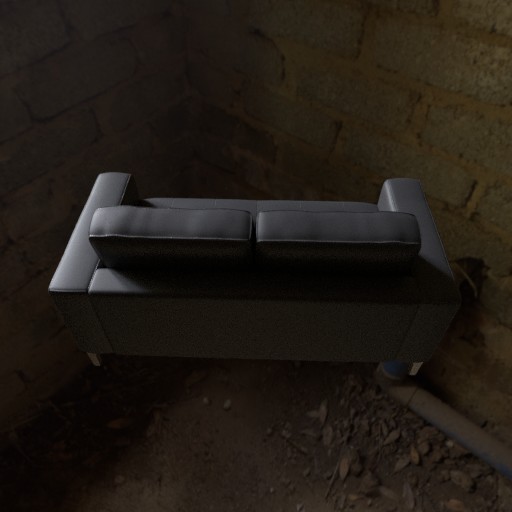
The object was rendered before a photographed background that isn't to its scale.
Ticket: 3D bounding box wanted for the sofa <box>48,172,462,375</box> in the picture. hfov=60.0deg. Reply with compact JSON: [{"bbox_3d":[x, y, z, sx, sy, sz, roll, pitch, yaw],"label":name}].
[{"bbox_3d":[0.000,0.000,2.201,1.726,0.893,0.833,1,47,1],"label":"sofa"}]
